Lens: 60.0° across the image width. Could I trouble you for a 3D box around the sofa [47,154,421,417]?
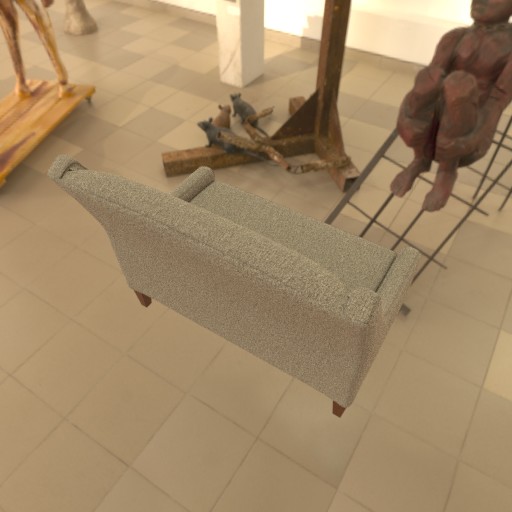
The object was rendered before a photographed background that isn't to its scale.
[{"bbox_3d":[0.000,0.000,1.932,1.242,1.026,0.862,25,52,21],"label":"sofa"}]
